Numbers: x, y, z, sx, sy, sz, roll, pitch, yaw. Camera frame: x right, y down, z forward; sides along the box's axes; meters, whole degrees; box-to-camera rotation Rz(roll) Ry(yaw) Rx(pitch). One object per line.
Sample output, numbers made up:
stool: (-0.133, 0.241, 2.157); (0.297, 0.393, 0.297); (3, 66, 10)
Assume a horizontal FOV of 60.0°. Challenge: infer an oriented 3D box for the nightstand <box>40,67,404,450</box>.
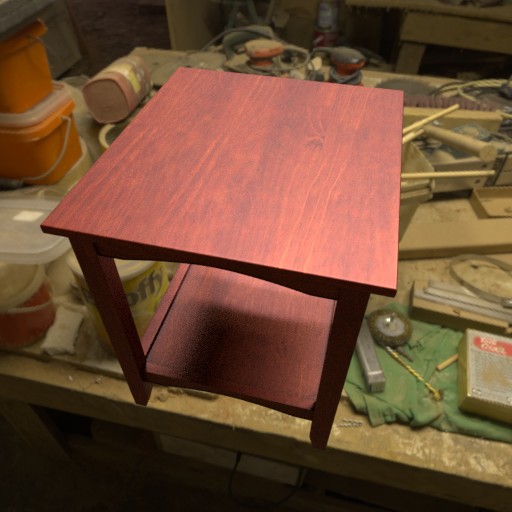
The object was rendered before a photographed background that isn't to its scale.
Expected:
nightstand: (0.000, 0.000, 0.979); (0.501, 0.558, 0.558); (10, 47, 10)
